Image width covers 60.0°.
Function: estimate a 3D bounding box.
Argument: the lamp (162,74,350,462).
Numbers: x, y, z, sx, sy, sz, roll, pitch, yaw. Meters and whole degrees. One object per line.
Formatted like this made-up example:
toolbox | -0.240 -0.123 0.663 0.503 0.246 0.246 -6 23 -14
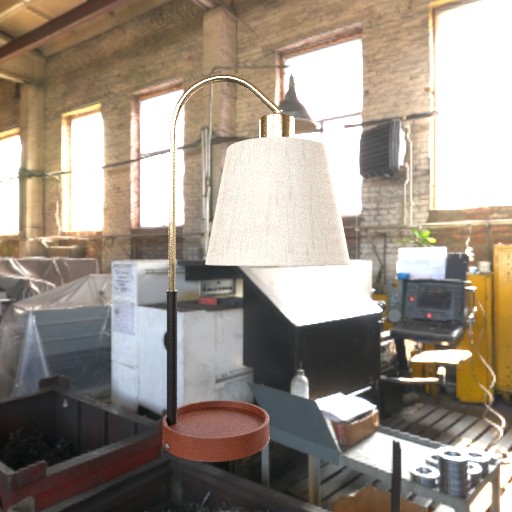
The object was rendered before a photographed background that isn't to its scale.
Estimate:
lamp | 0.000 0.000 0.654 0.273 0.536 0.211 0 0 1
